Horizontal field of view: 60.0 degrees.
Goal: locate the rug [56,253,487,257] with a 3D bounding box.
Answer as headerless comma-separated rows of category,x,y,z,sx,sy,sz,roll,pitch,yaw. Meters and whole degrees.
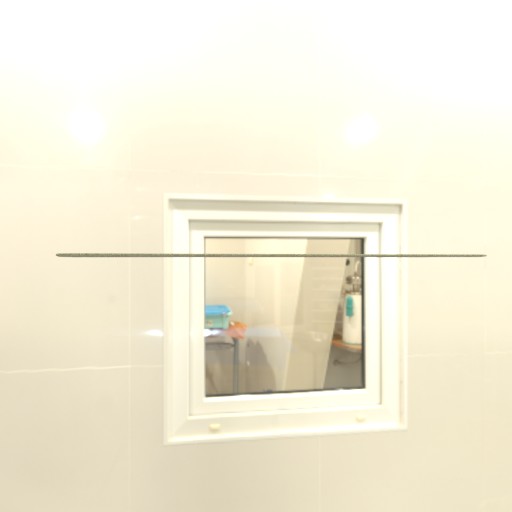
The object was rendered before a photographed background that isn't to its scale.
rug,0.000,0.000,2.961,2.270,0.017,1.606,0,0,-18
